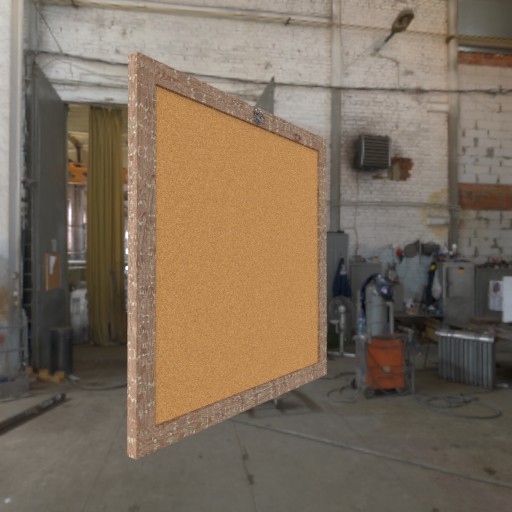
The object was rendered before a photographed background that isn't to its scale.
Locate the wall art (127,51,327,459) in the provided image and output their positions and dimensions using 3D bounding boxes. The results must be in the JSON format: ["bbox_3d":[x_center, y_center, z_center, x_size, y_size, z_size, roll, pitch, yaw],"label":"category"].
[{"bbox_3d":[0.000,0.000,0.567,0.022,0.380,0.380,0,-1,36],"label":"wall art"}]
